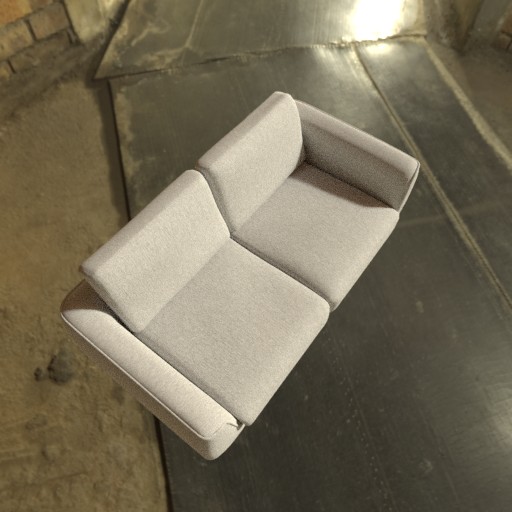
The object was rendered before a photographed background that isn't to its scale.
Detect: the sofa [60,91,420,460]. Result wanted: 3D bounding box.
[{"bbox_3d":[0.000,0.000,2.193,0.920,0.850,1.700,33,64,18],"label":"sofa"}]
